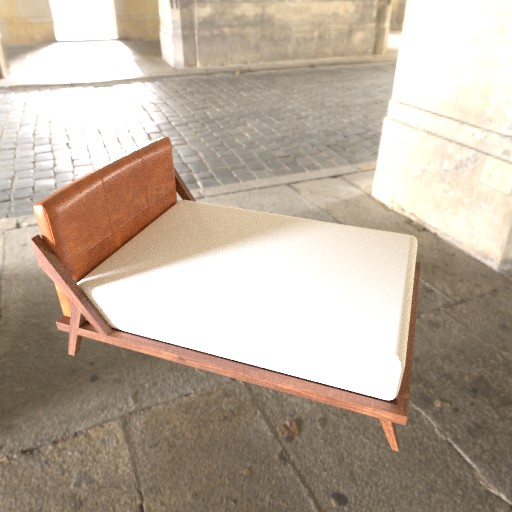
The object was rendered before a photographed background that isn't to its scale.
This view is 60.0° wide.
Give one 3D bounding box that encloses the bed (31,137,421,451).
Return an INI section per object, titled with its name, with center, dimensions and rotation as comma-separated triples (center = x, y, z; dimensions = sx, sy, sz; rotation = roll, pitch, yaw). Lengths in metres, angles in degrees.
[bed]
center = 0.000, 0.000, 3.201
dimensions = 2.311, 1.168, 1.651
rotation = 11, 33, 17
